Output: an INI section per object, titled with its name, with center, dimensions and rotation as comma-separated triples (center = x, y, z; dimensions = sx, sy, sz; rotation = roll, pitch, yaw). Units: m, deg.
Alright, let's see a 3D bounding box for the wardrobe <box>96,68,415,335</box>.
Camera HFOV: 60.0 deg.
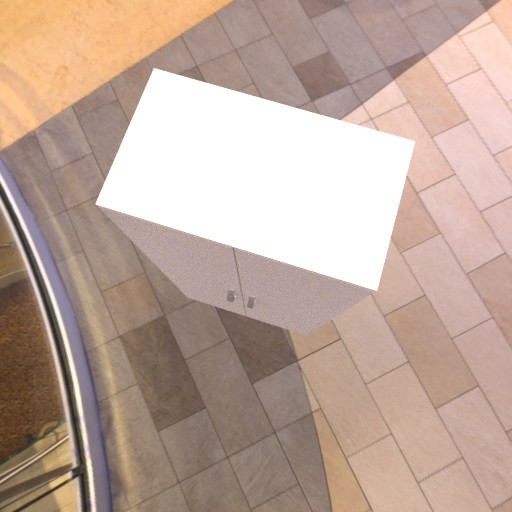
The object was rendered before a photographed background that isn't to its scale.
[wardrobe]
center = 0.000, 0.000, 2.006
dimensions = 0.760, 1.700, 0.470
rotation = 17, 77, 4
